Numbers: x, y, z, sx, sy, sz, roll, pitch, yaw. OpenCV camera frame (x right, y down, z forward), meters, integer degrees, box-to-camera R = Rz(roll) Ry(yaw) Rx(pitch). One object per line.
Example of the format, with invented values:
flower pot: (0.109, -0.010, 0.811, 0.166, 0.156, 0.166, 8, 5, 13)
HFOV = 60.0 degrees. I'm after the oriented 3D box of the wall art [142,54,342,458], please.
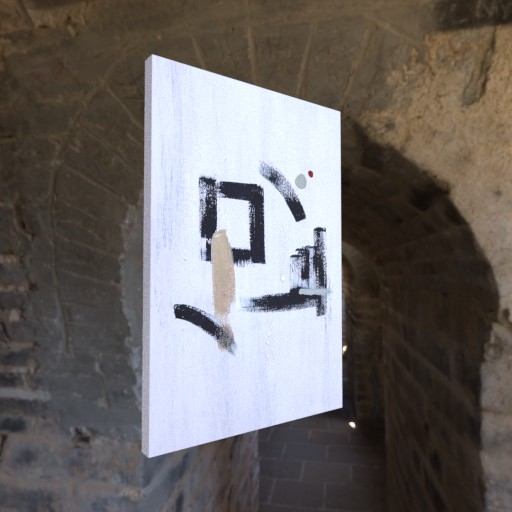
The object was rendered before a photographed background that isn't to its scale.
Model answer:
wall art: (0.000, 0.000, 1.203, 0.624, 0.914, 0.043, 1, -2, -36)
